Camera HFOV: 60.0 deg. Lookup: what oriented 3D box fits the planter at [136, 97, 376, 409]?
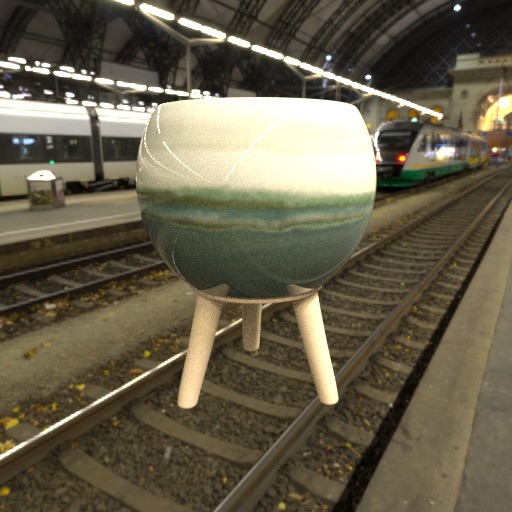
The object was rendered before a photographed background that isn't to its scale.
[{"bbox_3d":[0.000,0.000,0.439,0.222,0.278,0.222,0,13,0],"label":"planter"}]
